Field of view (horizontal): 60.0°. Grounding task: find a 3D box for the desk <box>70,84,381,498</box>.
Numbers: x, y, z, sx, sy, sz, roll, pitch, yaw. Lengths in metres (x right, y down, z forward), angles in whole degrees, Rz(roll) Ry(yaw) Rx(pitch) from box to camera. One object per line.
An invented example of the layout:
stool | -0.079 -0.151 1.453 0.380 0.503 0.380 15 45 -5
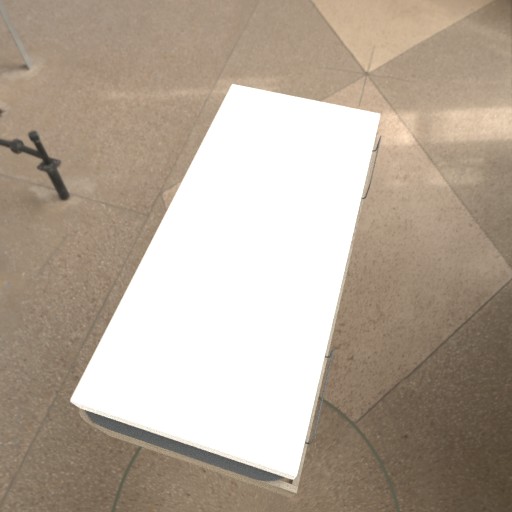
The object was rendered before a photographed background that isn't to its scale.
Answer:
desk | 0.000 0.000 2.181 0.900 0.455 1.900 15 60 9
